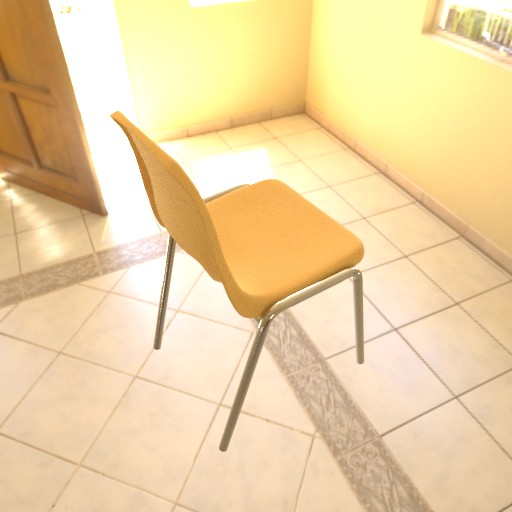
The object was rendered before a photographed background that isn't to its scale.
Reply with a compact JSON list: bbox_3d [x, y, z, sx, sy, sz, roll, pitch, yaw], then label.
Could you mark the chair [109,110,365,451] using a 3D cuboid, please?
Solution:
[{"bbox_3d":[0.000,0.000,0.951,0.436,0.704,0.381,-25,48,-25],"label":"chair"}]
